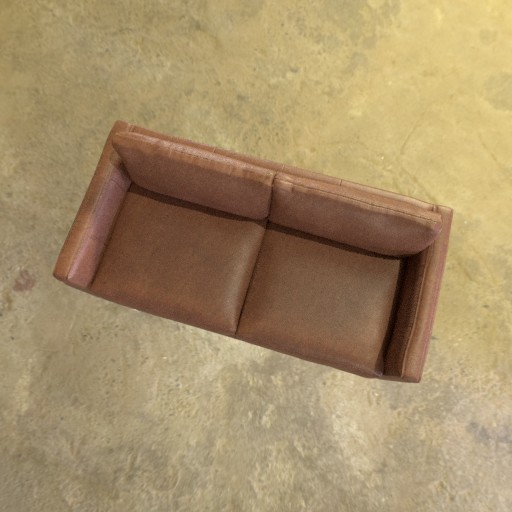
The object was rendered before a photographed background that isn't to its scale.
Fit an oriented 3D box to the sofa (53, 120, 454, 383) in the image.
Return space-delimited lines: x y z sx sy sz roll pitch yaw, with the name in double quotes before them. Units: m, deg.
"sofa" 0.000 0.000 2.336 1.797 0.883 0.899 15 76 4
